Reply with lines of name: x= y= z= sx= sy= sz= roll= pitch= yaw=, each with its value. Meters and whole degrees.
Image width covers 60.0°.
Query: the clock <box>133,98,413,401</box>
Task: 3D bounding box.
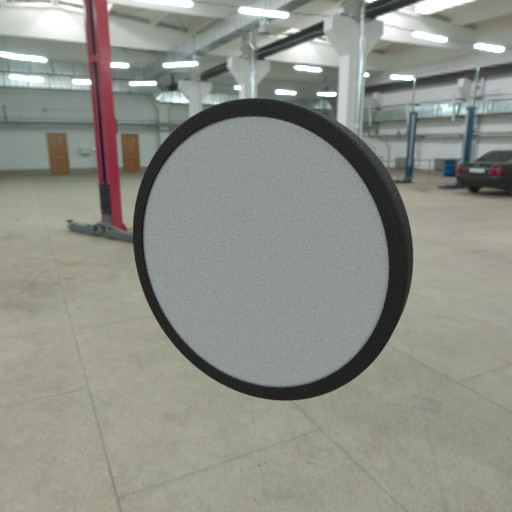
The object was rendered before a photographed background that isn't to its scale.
clock: x=0.000 y=0.000 z=0.439 sx=0.293 sy=0.293 sz=0.040 roll=7 pitch=16 yaw=27
